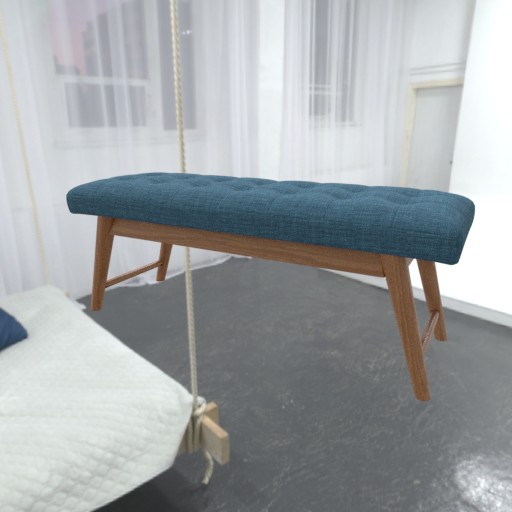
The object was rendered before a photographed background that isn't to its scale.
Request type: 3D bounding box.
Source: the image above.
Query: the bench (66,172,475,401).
[{"bbox_3d":[0.000,0.000,1.317,1.118,0.432,0.406,9,19,27],"label":"bench"}]
